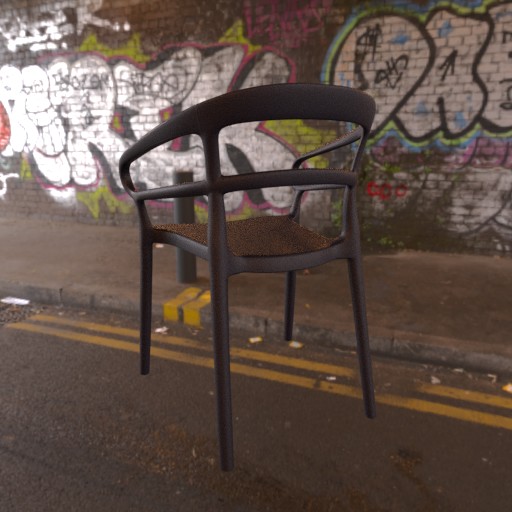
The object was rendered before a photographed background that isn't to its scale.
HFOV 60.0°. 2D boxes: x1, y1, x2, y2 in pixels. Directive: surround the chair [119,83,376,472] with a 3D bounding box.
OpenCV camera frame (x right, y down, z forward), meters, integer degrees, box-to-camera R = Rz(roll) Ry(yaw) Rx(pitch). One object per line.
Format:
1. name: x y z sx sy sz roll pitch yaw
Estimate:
1. chair: 0.000 0.000 1.121 0.559 0.761 0.527 -7 16 -27
